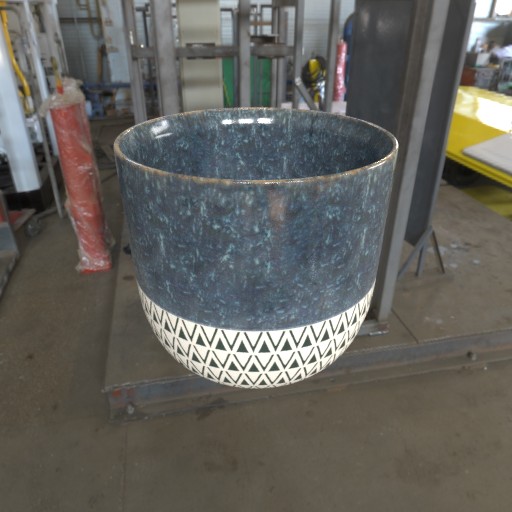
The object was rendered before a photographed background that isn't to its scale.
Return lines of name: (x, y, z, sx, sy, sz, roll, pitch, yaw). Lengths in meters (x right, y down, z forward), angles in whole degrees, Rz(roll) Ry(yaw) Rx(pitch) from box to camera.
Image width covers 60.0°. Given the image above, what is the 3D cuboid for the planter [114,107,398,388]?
planter: (0.000, 0.000, 0.494, 0.266, 0.270, 0.266, 0, 29, 0)
